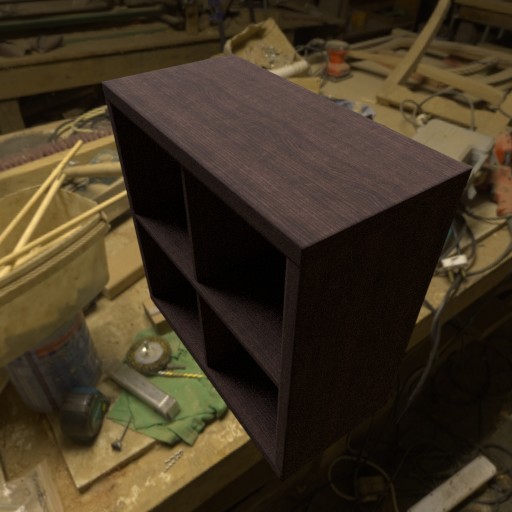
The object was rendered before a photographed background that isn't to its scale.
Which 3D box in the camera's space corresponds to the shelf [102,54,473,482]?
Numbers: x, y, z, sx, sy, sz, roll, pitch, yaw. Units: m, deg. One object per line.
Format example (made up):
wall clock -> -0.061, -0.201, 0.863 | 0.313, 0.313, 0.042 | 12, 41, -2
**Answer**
shelf -> 0.000, 0.000, 1.208 | 0.390, 0.786, 0.790 | -25, 47, -26
